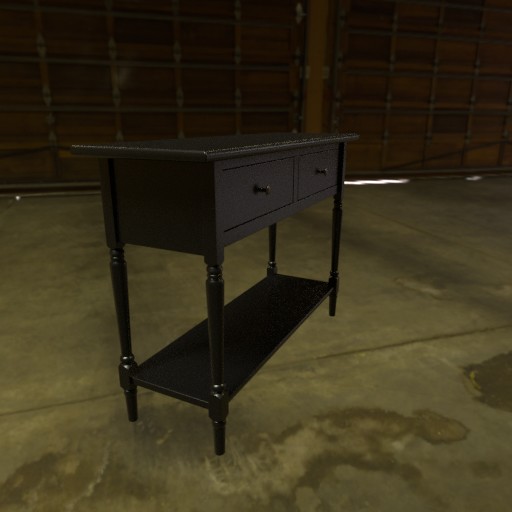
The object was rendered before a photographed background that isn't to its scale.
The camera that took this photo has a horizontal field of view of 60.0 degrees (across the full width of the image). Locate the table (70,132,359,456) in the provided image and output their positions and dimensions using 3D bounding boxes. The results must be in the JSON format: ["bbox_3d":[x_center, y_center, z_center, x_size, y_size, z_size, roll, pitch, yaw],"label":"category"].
[{"bbox_3d":[0.000,0.000,1.589,0.386,0.819,1.191,9,19,26],"label":"table"}]
